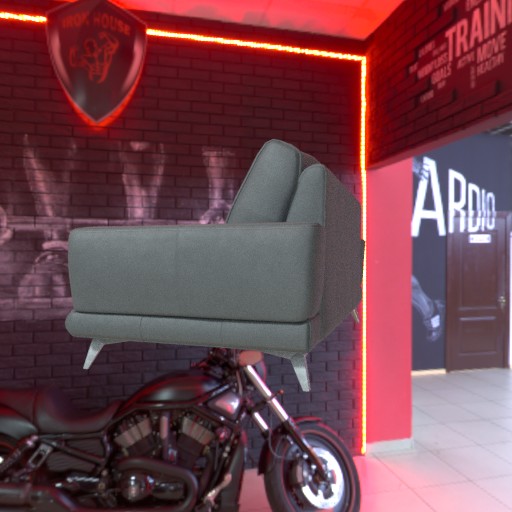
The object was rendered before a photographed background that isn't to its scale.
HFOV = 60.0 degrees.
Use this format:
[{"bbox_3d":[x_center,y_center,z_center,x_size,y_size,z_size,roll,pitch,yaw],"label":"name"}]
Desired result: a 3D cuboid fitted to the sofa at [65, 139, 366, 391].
[{"bbox_3d":[0.000,0.000,2.413,1.018,0.907,1.806,0,0,19],"label":"sofa"}]
